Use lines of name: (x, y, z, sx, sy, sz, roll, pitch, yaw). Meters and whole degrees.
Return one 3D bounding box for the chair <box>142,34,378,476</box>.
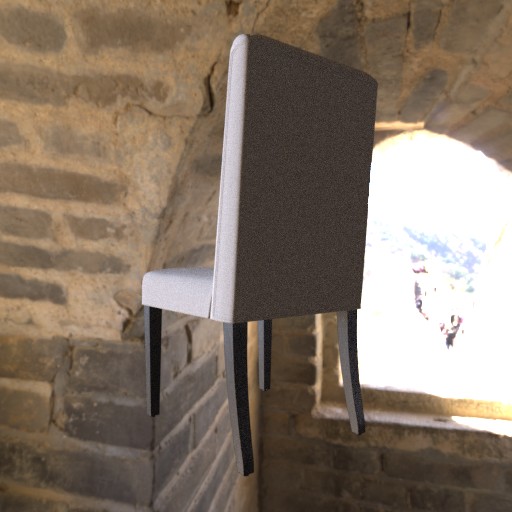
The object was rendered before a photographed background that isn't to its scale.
chair: (0.000, 0.000, 1.258, 0.474, 0.961, 0.523, 0, 1, -36)
